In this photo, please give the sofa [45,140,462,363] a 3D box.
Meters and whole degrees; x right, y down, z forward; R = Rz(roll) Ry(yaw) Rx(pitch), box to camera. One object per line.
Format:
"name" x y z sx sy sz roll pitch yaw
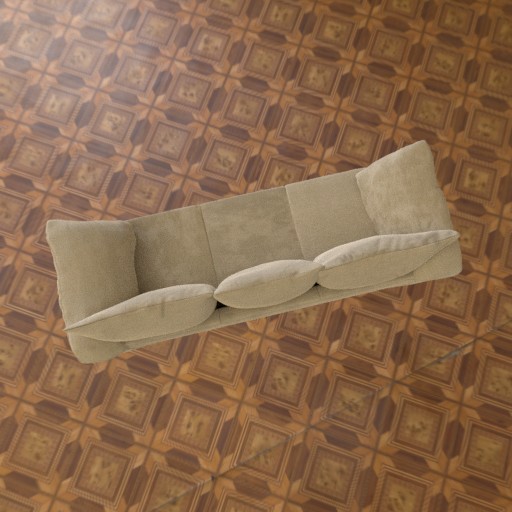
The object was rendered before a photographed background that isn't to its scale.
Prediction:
"sofa" 0.000 0.000 2.853 2.377 0.981 0.893 -13 77 -3
